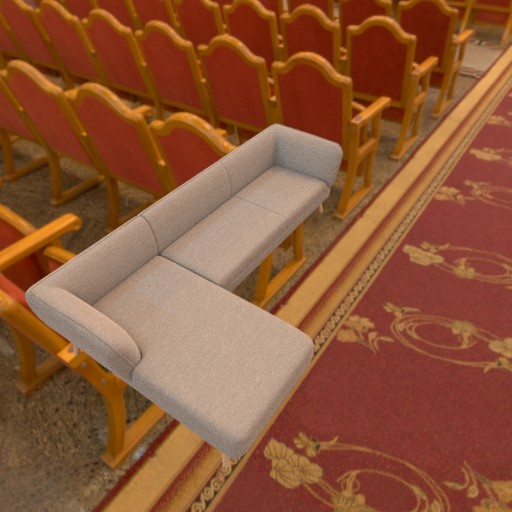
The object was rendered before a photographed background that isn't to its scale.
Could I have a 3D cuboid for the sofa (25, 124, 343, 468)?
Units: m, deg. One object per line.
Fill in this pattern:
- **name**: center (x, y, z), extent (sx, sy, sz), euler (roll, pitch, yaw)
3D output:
- **sofa**: center (0.000, 0.000, 3.272), extent (1.532, 0.693, 2.653), euler (25, 48, 25)
